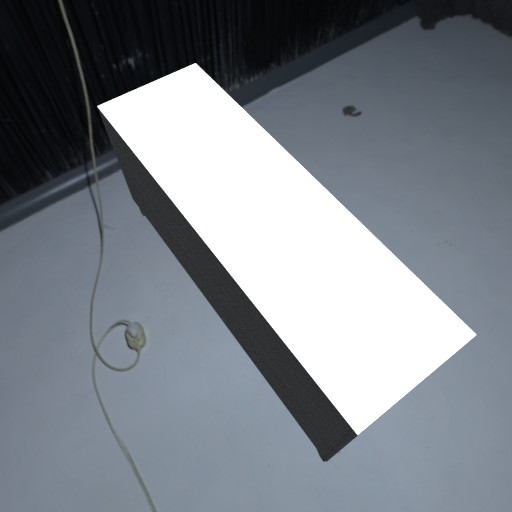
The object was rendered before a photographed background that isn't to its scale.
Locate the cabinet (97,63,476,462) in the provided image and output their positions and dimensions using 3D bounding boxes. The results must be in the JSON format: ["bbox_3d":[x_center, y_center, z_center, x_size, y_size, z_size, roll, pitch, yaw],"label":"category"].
[{"bbox_3d":[0.000,0.000,1.983,0.500,0.780,1.649,-32,64,-18],"label":"cabinet"}]
